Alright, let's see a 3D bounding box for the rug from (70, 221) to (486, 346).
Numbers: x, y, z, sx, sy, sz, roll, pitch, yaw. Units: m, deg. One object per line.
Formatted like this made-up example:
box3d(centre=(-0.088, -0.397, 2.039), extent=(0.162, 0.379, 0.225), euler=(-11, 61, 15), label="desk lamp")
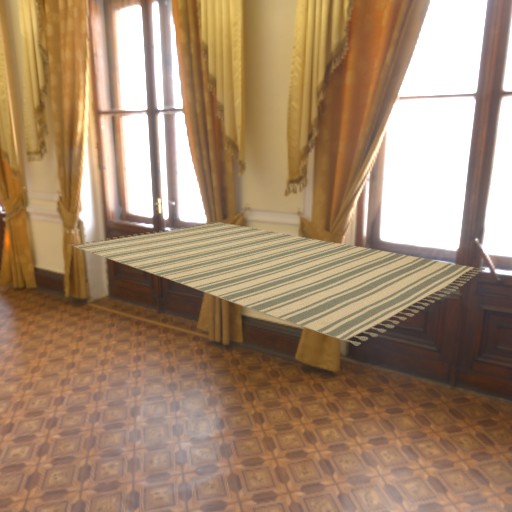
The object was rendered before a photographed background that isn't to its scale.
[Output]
box3d(centre=(0.000, 0.000, 2.492), extent=(2.084, 0.009, 1.222), euler=(13, 19, 42), label="rug")
